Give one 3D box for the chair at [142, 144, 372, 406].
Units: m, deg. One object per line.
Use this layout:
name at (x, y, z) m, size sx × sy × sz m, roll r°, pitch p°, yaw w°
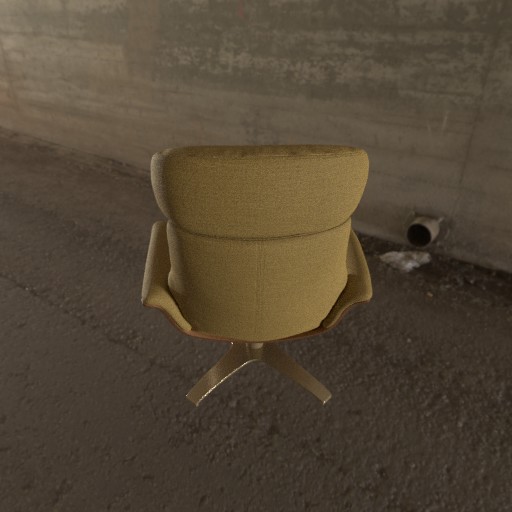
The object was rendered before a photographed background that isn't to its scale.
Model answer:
chair at (0.000, 0.000, 1.579) m, size 0.785 × 0.995 × 0.837 m, roll -1°, pitch 30°, yaw -2°
